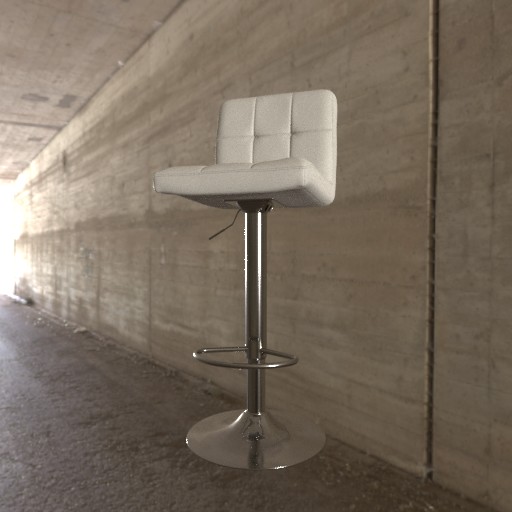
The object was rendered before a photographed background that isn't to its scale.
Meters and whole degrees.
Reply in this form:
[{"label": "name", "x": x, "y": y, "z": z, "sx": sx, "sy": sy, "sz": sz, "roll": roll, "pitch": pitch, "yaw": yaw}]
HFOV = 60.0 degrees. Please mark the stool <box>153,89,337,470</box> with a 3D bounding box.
[{"label": "stool", "x": 0.000, "y": 0.000, "z": 1.352, "sx": 0.430, "sy": 1.115, "sz": 0.505, "roll": 0, "pitch": 1, "yaw": 18}]
